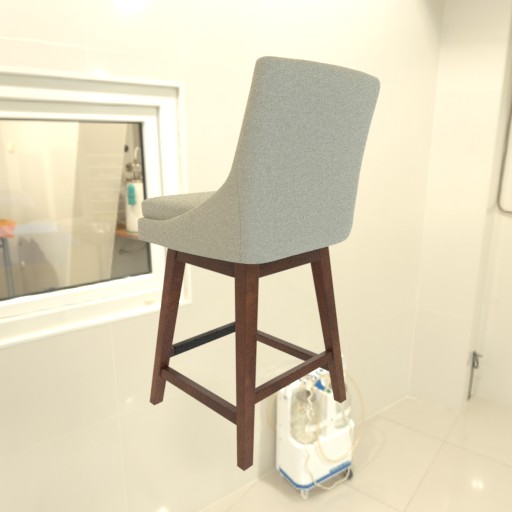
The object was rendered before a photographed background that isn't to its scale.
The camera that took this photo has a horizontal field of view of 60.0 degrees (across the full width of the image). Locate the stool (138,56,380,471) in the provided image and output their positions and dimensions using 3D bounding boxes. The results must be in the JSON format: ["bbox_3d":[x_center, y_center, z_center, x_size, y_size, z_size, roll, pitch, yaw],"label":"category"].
[{"bbox_3d":[0.000,0.000,1.310,0.559,0.991,0.469,14,20,43],"label":"stool"}]
